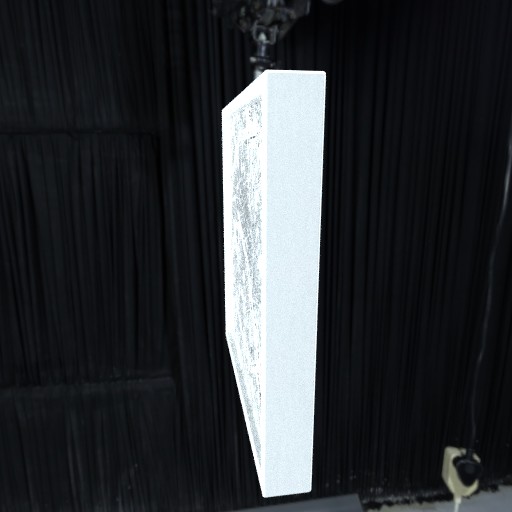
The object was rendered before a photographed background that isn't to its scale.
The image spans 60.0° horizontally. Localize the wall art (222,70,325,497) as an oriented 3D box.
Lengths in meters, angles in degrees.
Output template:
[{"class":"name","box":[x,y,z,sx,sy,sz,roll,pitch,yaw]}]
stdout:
[{"class":"wall art","box":[0.000,0.000,0.449,0.038,0.305,0.305,-2,14,-9]}]
